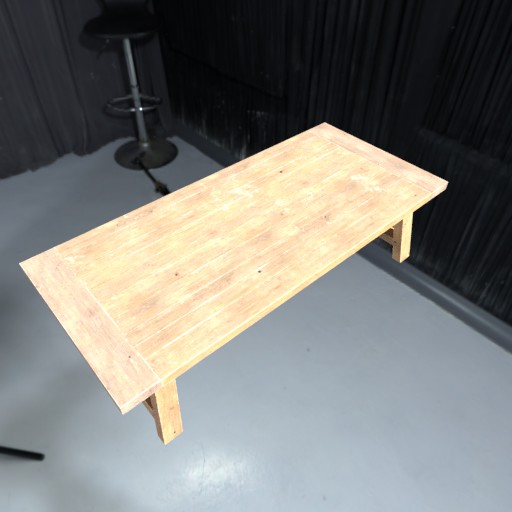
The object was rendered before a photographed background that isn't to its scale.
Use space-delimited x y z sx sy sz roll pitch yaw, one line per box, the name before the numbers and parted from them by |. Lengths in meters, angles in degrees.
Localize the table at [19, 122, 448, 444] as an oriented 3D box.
table | 0.000 0.000 2.138 1.800 0.465 0.820 -31 52 -28
